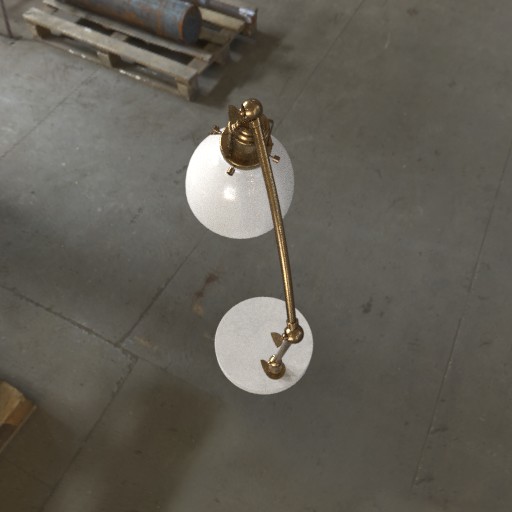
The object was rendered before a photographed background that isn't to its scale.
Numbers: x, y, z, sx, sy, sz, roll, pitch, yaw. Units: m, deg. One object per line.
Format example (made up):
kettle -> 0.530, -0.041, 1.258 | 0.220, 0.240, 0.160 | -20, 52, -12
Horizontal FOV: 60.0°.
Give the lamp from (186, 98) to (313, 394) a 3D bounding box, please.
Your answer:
lamp -> 0.000, 0.000, 0.659 | 0.186, 0.522, 0.317 | -16, 60, -10
